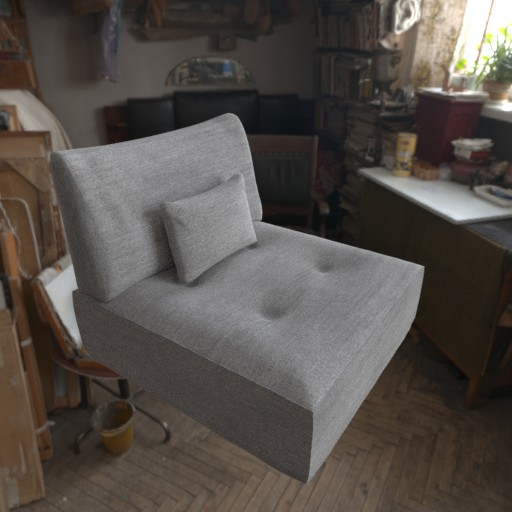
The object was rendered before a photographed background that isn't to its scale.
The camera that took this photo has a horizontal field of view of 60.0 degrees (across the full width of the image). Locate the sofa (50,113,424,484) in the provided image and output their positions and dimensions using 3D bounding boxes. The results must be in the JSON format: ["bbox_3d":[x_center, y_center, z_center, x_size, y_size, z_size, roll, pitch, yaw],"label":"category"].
[{"bbox_3d":[0.000,0.000,1.639,1.000,0.820,0.930,18,32,31],"label":"sofa"}]
